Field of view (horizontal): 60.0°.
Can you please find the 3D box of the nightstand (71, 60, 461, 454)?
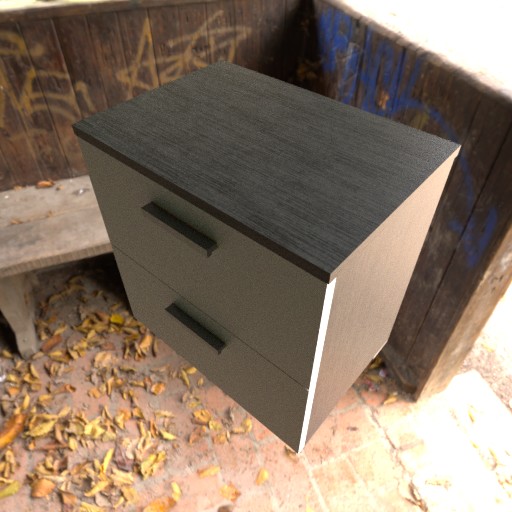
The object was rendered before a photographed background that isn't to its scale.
[{"bbox_3d":[0.000,0.000,0.768,0.441,0.460,0.325,31,53,28],"label":"nightstand"}]
